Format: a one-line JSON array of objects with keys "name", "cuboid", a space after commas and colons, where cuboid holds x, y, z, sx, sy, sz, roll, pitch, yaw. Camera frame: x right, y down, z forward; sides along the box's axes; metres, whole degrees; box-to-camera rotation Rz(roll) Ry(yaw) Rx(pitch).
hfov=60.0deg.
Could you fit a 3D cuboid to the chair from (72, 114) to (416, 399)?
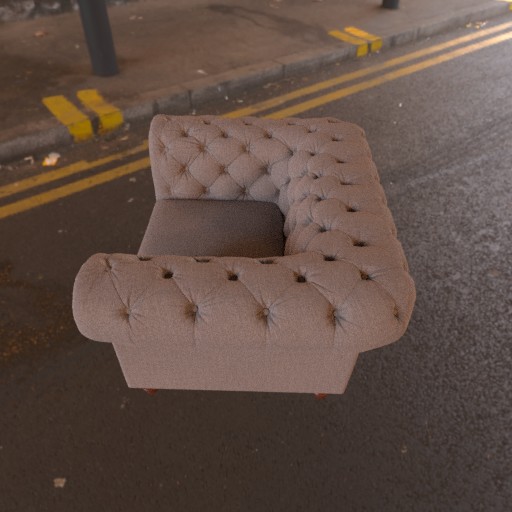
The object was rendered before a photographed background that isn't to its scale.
[{"name": "chair", "cuboid": [0.000, 0.000, 1.851, 0.976, 0.770, 1.270, 1, 42, 1]}]
